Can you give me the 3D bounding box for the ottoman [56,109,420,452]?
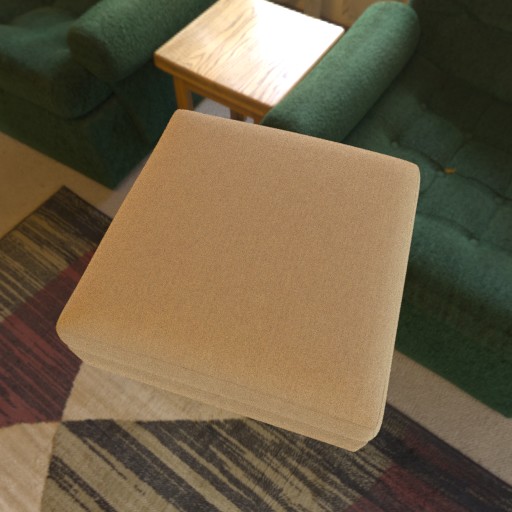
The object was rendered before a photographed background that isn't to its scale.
[{"bbox_3d":[0.000,0.000,1.626,1.041,0.470,1.041,15,61,9],"label":"ottoman"}]
